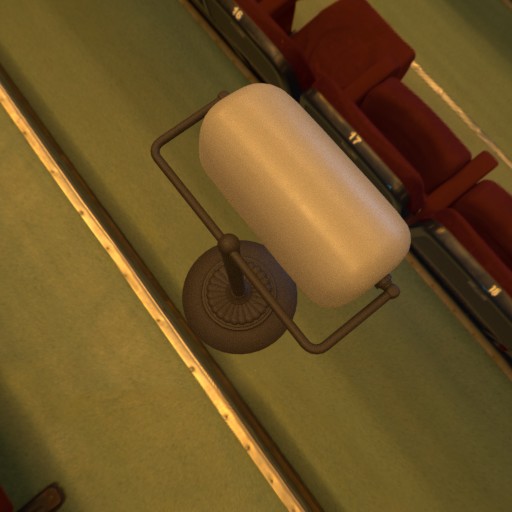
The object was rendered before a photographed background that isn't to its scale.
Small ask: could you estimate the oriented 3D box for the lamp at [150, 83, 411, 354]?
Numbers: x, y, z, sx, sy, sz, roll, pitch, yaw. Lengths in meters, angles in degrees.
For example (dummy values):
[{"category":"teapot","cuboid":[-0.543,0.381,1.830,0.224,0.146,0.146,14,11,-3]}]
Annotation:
[{"category":"lamp","cuboid":[0.000,0.000,0.530,0.243,0.339,0.264,-37,79,-9]}]
